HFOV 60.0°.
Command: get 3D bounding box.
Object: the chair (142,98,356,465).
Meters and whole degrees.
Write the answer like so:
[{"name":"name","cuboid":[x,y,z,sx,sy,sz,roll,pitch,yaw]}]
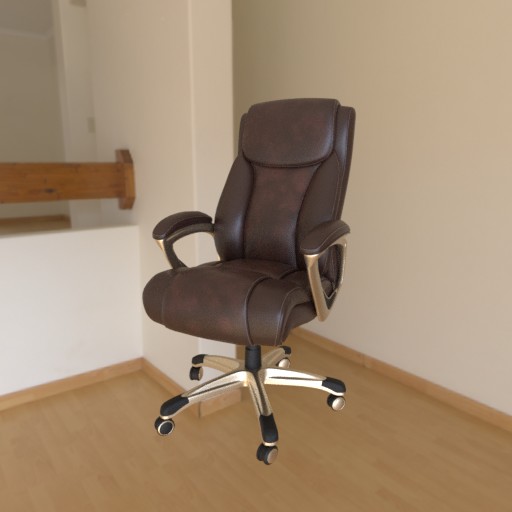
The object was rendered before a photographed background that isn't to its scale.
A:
[{"name":"chair","cuboid":[0.000,0.000,1.657,0.692,1.194,0.749,6,13,27]}]
